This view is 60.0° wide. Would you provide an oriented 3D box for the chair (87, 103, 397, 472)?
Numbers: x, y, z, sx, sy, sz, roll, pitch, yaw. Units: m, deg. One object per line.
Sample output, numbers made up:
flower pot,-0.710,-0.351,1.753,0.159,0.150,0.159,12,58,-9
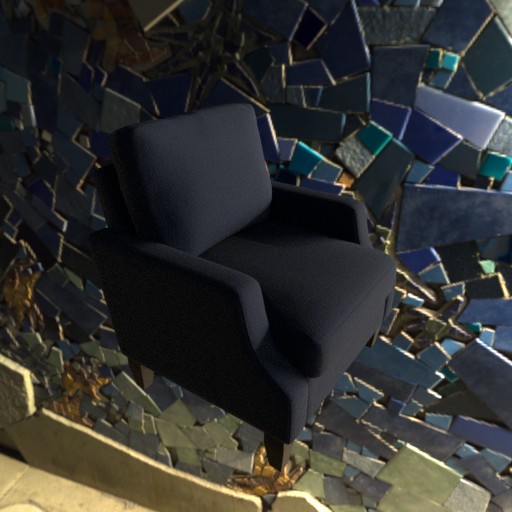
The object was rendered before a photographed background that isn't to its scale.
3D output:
chair,0.000,0.000,1.652,0.897,0.991,0.855,18,33,31
